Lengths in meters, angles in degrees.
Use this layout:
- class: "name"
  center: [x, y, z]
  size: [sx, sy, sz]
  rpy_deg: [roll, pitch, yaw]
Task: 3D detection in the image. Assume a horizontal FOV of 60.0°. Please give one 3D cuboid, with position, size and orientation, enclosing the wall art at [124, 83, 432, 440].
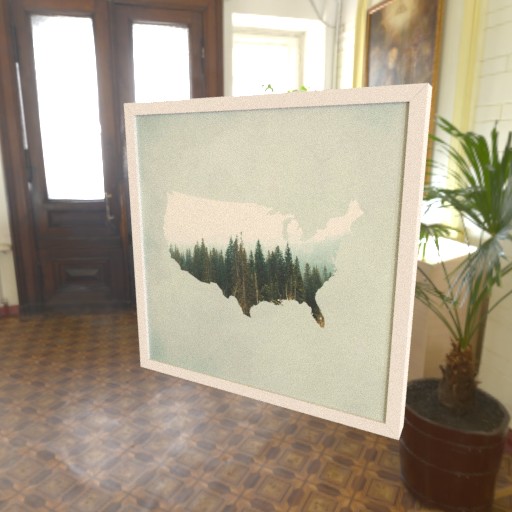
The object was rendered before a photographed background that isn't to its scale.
- class: "wall art"
  center: [0.000, 0.000, 0.745]
  size: [0.509, 0.509, 0.040]
  rpy_deg: [7, 15, 27]
